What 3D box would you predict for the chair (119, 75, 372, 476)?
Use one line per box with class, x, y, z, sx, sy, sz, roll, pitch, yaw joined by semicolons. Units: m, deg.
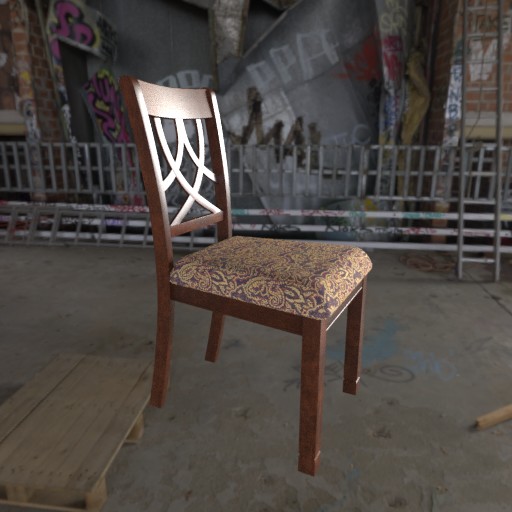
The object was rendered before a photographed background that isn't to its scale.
chair;0.000;0.000;1.284;0.584;0.965;0.457;8;18;26
